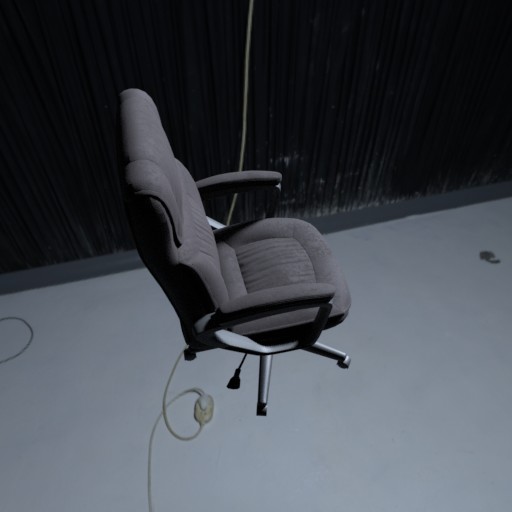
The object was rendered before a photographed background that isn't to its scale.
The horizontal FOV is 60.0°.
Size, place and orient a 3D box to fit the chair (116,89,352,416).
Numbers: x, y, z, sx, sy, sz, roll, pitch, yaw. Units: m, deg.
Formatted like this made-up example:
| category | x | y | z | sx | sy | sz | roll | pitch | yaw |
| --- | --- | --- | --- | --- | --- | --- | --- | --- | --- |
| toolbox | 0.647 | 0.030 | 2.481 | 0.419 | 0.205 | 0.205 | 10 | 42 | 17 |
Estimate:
| category | x | y | z | sx | sy | sz | roll | pitch | yaw |
| --- | --- | --- | --- | --- | --- | --- | --- | --- | --- |
| chair | 0.000 | 0.000 | 1.533 | 0.724 | 1.105 | 0.667 | -10 | 47 | -9 |
